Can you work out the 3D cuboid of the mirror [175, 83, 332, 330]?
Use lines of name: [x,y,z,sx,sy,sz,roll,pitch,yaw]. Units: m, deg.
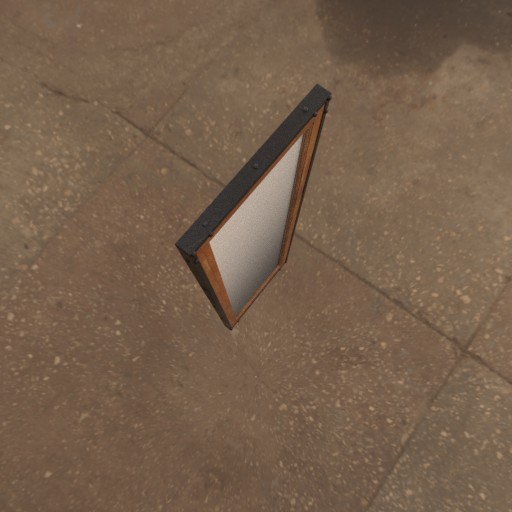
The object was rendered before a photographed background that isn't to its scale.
mirror: [0.000,0.000,1.199,0.042,1.080,0.354,38,78,9]
